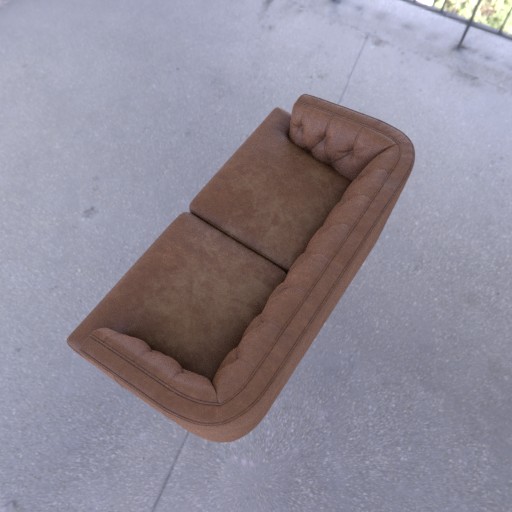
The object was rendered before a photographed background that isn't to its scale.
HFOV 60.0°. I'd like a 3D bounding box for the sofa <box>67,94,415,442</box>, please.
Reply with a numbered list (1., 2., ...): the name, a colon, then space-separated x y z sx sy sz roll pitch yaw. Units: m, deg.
1. sofa: 0.000 0.000 2.263 0.914 0.786 1.755 31 67 15
